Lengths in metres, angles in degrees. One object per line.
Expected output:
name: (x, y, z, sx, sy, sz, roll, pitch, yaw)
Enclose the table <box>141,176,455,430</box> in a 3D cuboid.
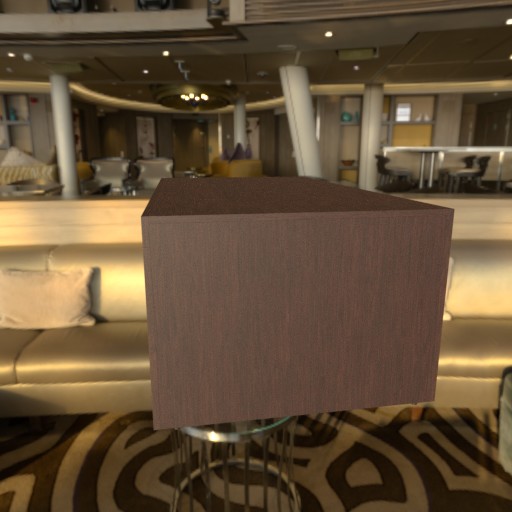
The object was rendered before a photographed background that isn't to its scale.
table: (0.000, 0.000, 1.393, 0.597, 0.424, 1.099, -2, 14, -10)
